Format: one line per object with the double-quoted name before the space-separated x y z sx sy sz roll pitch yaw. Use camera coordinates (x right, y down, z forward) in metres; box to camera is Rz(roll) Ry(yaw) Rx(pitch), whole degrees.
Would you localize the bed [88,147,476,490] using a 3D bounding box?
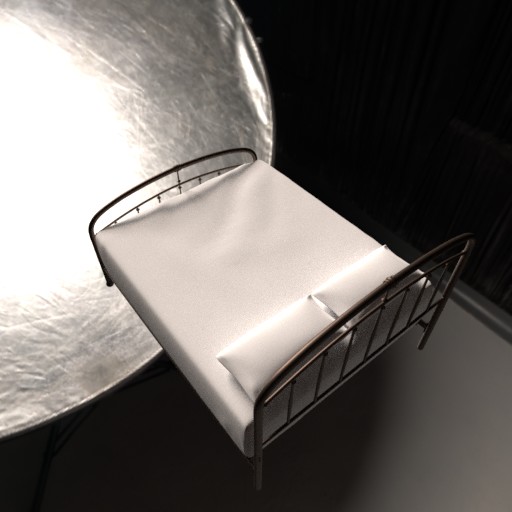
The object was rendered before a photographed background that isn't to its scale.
"bed" 0.000 0.000 3.225 1.711 1.425 2.180 -30 53 -25
